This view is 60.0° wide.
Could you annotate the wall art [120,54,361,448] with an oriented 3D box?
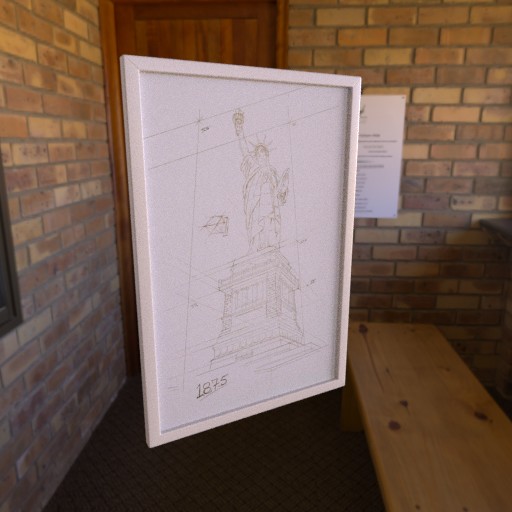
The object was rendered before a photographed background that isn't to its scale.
[{"bbox_3d":[0.000,0.000,1.496,0.808,1.183,0.038,-8,16,-28],"label":"wall art"}]
